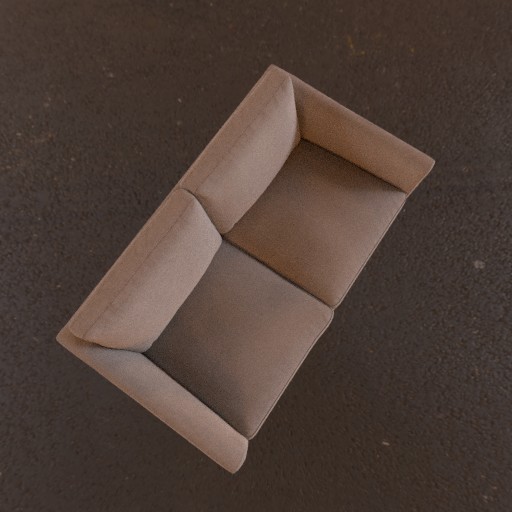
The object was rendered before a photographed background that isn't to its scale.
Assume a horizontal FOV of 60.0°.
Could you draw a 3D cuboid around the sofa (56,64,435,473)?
[{"bbox_3d":[0.000,0.000,2.485,1.091,0.839,1.905,34,78,8],"label":"sofa"}]
